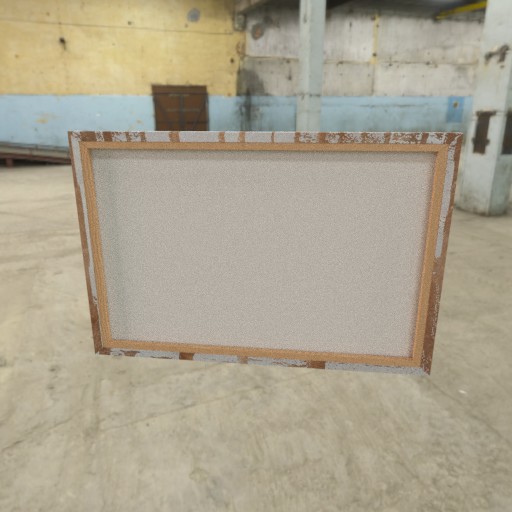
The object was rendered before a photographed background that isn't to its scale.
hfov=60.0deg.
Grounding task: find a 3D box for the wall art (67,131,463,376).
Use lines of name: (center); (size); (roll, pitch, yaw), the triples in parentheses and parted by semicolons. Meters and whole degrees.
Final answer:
wall art: (0.000, 0.000, 1.128); (0.914, 0.609, 0.035); (2, 18, 7)
